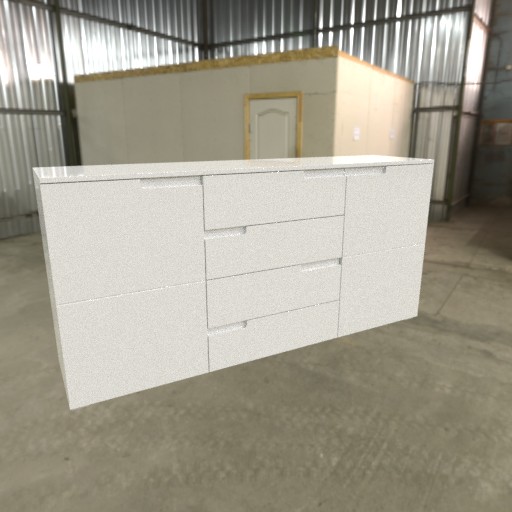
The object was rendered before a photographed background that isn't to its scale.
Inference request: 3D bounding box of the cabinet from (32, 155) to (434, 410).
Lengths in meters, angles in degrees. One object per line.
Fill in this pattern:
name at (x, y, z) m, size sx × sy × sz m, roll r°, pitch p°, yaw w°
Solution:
cabinet at (0.000, 0.000, 1.945) m, size 1.650 × 0.800 × 0.400 m, roll -9°, pitch 18°, yaw -27°
